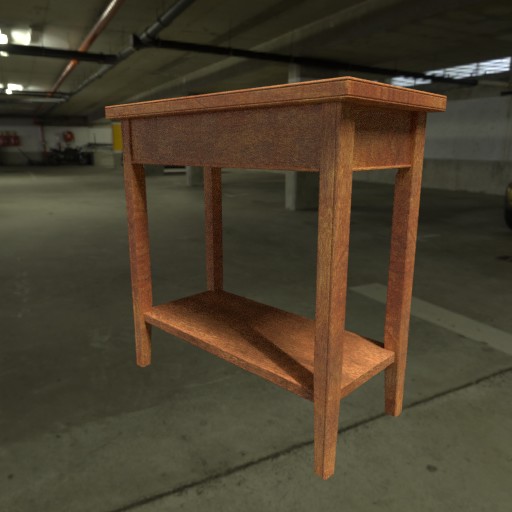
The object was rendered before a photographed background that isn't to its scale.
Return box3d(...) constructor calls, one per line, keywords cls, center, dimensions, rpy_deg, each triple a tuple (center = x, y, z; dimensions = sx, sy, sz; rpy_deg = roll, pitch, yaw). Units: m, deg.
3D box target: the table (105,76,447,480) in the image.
box3d(cls="table", center=(0.000, 0.000, 0.925), dimensions=(0.610, 0.610, 0.305), rpy_deg=(13, 19, 42))
